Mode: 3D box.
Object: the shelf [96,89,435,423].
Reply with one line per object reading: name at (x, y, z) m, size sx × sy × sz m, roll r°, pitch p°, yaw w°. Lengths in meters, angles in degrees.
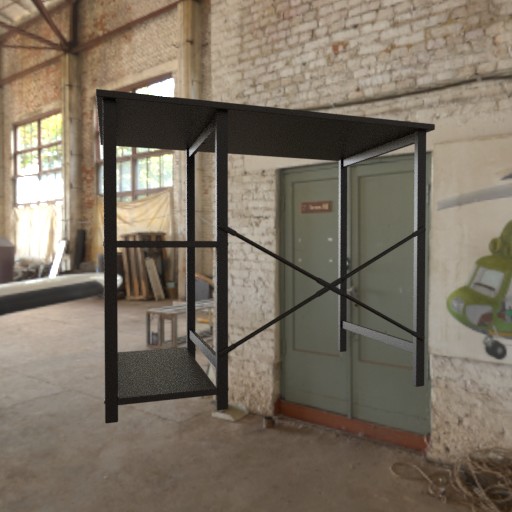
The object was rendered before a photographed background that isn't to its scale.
shelf at (0.000, 0.000, 1.356) m, size 0.902 × 0.749 × 0.498 m, roll 0°, pitch 1°, yaw -18°
